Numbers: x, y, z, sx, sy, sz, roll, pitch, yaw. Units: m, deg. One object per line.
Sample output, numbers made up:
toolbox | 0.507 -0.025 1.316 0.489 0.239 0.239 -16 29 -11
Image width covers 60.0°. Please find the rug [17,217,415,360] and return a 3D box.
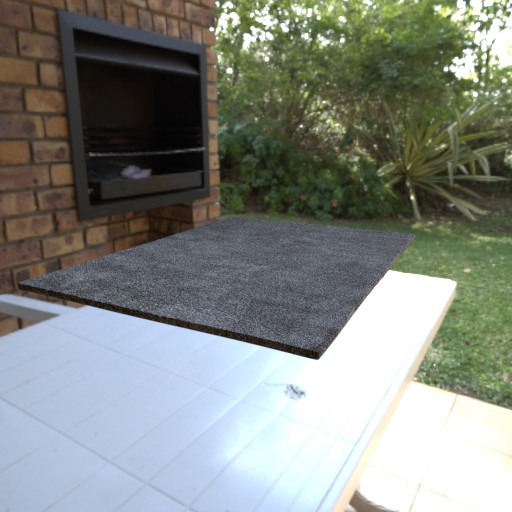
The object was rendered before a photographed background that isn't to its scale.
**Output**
rug | 0.000 0.000 2.084 1.198 0.025 1.601 8 17 26
